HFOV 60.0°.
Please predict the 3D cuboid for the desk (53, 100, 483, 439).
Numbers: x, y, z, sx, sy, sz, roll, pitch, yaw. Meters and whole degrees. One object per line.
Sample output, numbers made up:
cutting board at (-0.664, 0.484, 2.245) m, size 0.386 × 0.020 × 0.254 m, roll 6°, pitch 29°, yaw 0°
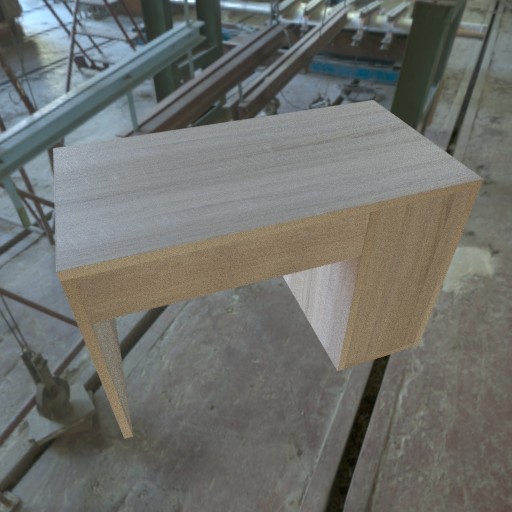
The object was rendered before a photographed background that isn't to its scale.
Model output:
desk at (0.000, 0.000, 1.519) m, size 1.100 × 0.731 × 0.600 m, roll -13°, pitch 43°, yaw -15°
